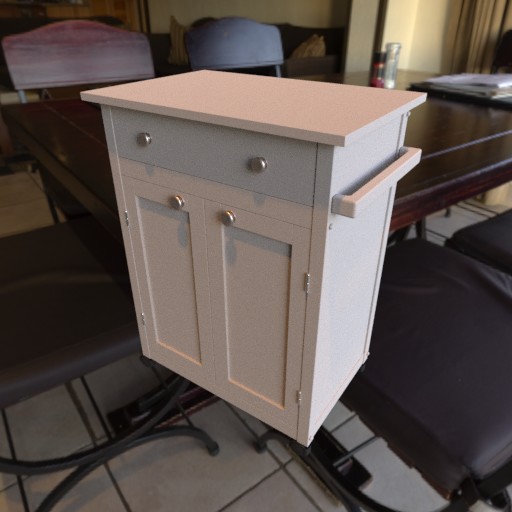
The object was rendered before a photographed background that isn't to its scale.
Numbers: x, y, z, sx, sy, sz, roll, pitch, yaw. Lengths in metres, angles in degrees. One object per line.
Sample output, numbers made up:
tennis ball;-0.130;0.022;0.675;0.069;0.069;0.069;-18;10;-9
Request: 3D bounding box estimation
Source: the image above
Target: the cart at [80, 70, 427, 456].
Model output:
cart;0.000;0.000;1.232;0.683;0.864;0.442;19;35;29
